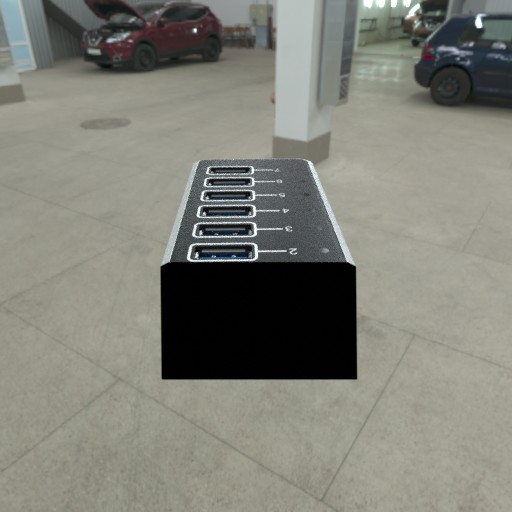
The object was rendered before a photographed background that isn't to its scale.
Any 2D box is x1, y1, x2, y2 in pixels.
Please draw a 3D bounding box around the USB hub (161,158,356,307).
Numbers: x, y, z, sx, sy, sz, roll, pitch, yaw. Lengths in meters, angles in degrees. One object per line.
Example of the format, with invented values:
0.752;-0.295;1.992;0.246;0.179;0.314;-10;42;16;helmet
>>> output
0.000;0.000;0.126;0.044;0.023;0.110;-1;30;-1;USB hub
